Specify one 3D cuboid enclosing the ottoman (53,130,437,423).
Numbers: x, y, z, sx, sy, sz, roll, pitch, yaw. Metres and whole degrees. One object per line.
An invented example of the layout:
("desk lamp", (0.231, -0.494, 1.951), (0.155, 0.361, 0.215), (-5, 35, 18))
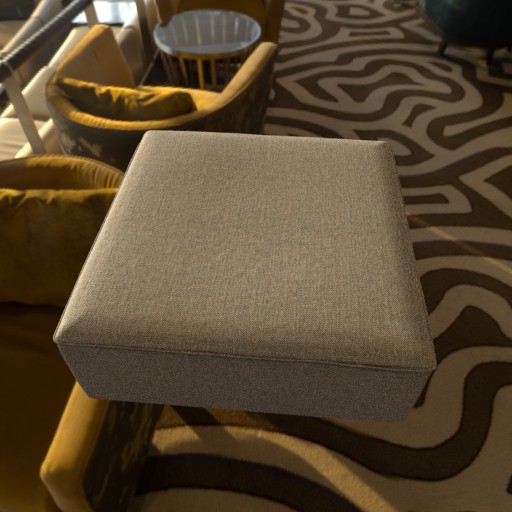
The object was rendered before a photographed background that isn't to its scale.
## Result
("ottoman", (0.000, 0.000, 1.588), (1.017, 0.423, 1.023), (4, 48, 4))
